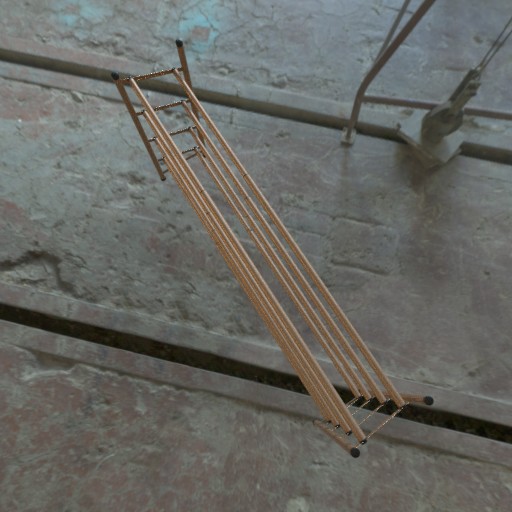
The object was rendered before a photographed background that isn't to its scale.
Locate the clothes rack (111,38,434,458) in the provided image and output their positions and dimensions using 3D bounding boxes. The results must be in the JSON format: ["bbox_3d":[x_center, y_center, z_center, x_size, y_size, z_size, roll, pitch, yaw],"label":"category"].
[{"bbox_3d":[0.000,0.000,1.437,0.229,0.672,1.168,-31,77,-8],"label":"clothes rack"}]
